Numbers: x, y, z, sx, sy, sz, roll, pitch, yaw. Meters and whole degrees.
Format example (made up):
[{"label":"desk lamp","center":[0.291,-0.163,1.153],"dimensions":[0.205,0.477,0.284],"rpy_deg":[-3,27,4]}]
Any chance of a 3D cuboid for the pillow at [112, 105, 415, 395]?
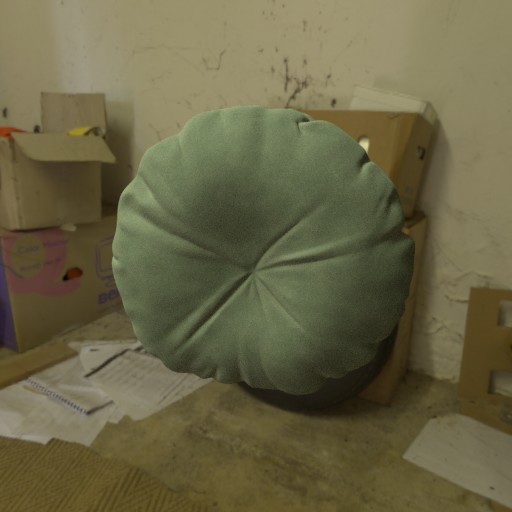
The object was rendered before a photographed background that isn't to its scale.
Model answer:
[{"label":"pillow","center":[0.000,0.000,0.632],"dimensions":[0.428,0.407,0.148],"rpy_deg":[3,17,8]}]
